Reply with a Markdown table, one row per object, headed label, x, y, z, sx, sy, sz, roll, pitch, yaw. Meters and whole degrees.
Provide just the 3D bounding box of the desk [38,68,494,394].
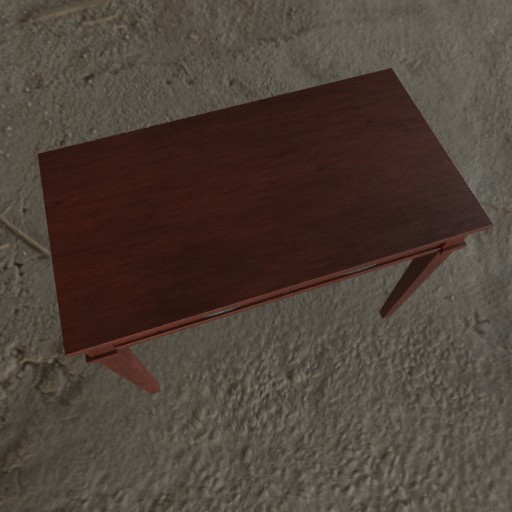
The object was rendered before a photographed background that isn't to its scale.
| label | x | y | z | sx | sy | sz | roll | pitch | yaw |
| --- | --- | --- | --- | --- | --- | --- | --- | --- | --- |
| desk | 0.000 | 0.000 | 1.431 | 1.001 | 0.762 | 0.549 | -16 | 65 | -8 |
